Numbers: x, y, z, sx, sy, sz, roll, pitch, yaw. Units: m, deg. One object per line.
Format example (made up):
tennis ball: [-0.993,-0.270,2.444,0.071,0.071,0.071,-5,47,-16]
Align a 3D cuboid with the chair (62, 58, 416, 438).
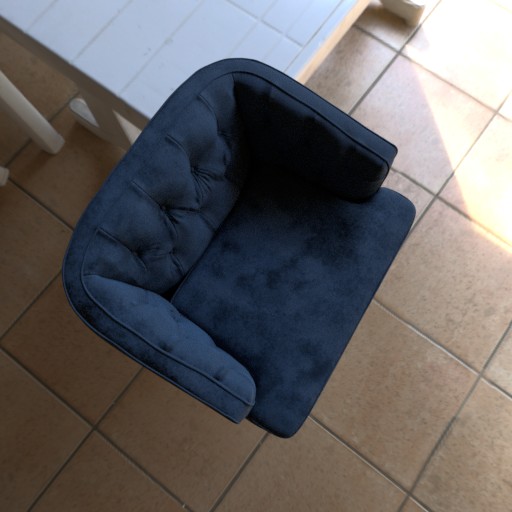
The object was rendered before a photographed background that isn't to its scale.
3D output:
chair: [0.000,0.000,1.726,0.940,0.852,1.094,31,77,8]
